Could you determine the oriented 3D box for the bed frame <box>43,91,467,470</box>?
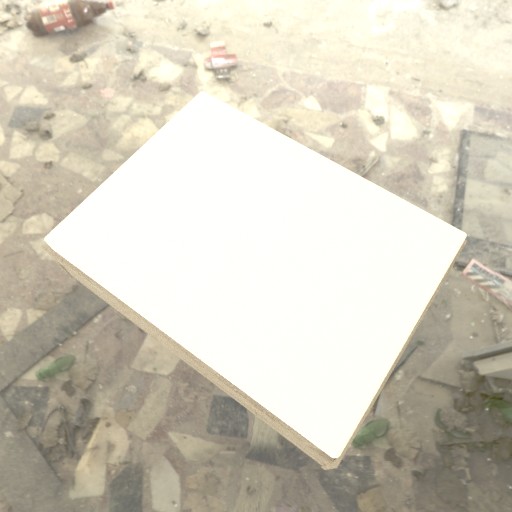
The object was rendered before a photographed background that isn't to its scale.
[{"bbox_3d":[0.000,0.000,2.667,1.944,0.490,1.448,33,68,15],"label":"bed frame"}]
